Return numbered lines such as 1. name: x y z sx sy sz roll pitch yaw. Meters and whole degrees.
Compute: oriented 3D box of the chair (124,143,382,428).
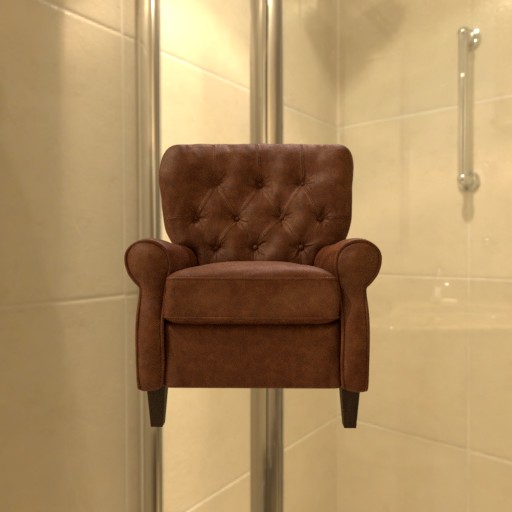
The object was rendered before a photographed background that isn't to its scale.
1. chair: 0.000 0.000 1.944 0.951 1.164 1.059 0 1 1
